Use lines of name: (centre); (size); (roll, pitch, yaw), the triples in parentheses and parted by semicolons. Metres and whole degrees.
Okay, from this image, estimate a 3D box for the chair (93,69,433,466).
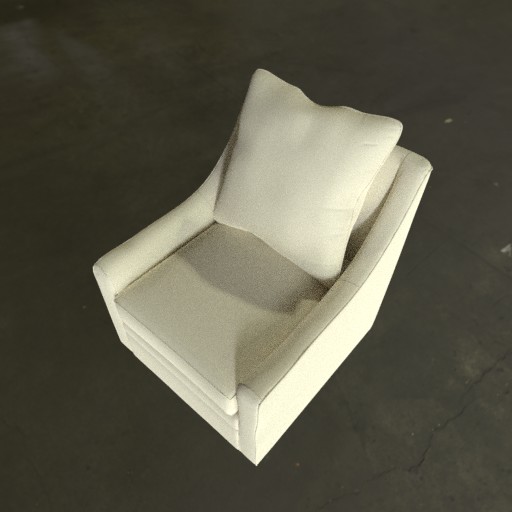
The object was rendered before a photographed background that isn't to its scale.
chair: (0.000, 0.000, 1.570); (0.756, 0.965, 0.876); (33, 55, 27)
